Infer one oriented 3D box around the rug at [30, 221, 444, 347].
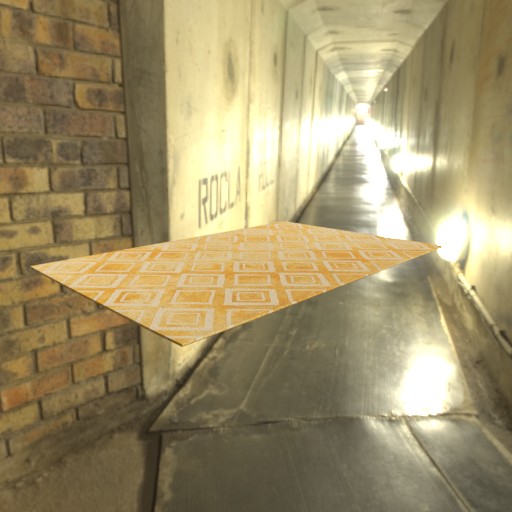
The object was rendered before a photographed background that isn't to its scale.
[{"bbox_3d":[0.000,0.000,2.305,1.213,0.010,1.829,13,19,43],"label":"rug"}]
